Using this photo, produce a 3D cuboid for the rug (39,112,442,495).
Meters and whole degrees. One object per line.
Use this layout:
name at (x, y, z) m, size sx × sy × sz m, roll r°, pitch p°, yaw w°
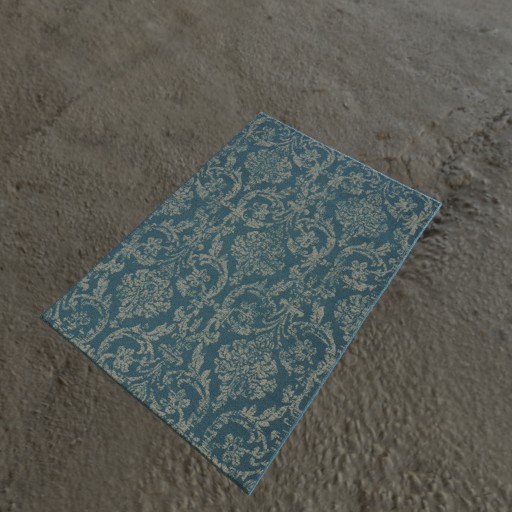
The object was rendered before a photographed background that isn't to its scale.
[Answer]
rug at (0.000, 0.000, 2.826) m, size 1.554 × 0.012 × 2.205 m, roll 32°, pitch 64°, yaw 18°
